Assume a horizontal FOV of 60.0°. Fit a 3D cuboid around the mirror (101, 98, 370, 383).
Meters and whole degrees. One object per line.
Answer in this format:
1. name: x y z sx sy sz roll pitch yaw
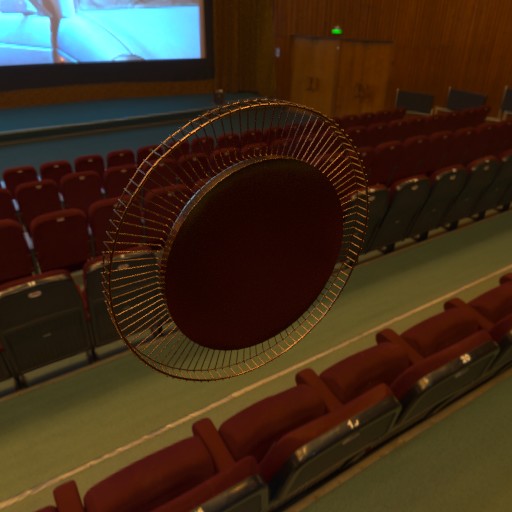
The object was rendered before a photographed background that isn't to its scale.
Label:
1. mirror: 0.000 0.000 1.047 0.703 0.703 0.067 -18 35 -28
